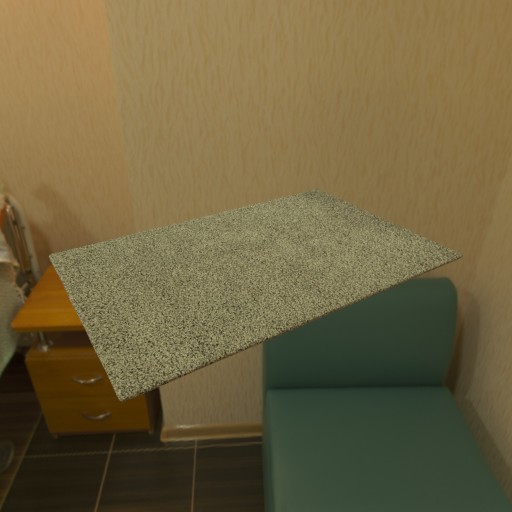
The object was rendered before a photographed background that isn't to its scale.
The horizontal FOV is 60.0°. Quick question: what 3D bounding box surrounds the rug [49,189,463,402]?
[{"bbox_3d":[0.000,0.000,3.488,2.743,0.030,1.778,-17,33,-28],"label":"rug"}]
